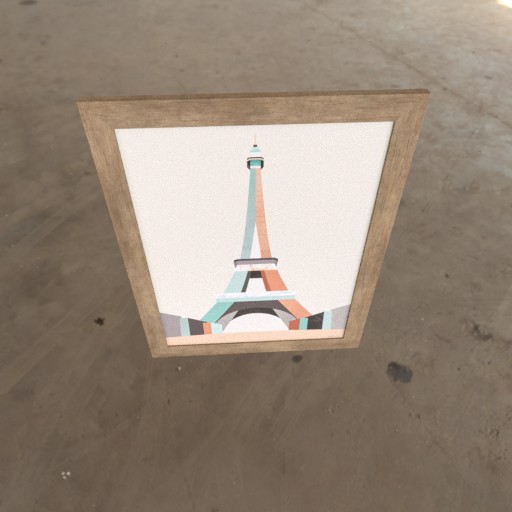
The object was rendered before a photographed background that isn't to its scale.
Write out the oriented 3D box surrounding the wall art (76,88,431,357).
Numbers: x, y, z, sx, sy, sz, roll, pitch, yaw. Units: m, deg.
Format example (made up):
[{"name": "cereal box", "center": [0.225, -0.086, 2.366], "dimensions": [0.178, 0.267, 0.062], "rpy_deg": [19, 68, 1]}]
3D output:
[{"name": "wall art", "center": [0.000, 0.000, 0.913], "dimensions": [0.534, 0.686, 0.018], "rpy_deg": [-2, 45, -2]}]
